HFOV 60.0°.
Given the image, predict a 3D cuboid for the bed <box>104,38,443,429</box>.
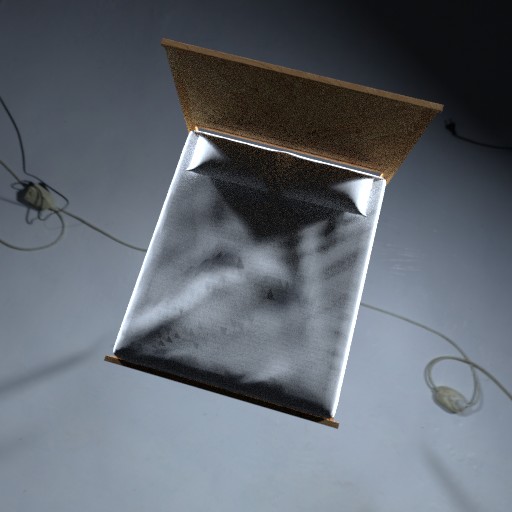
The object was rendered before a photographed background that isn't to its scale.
[{"bbox_3d":[0.000,0.000,3.517,1.936,1.686,2.201,15,76,4],"label":"bed"}]
